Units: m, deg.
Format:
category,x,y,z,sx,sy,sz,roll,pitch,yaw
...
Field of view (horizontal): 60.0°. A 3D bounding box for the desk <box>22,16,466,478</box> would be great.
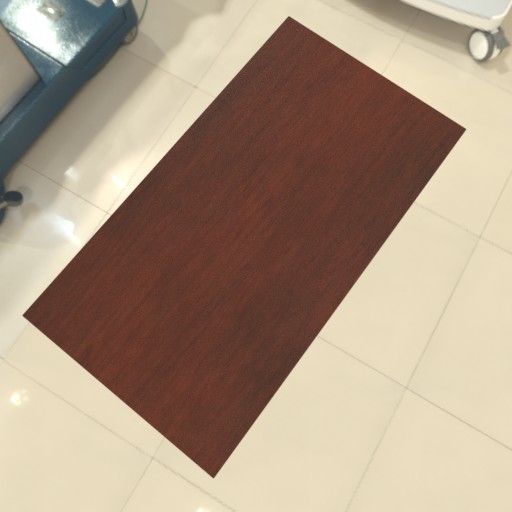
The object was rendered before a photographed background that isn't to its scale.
category,x,y,z,sx,sy,sz,roll,pitch,yaw
desk,0.000,0.000,1.412,0.549,0.762,1.001,37,79,8
